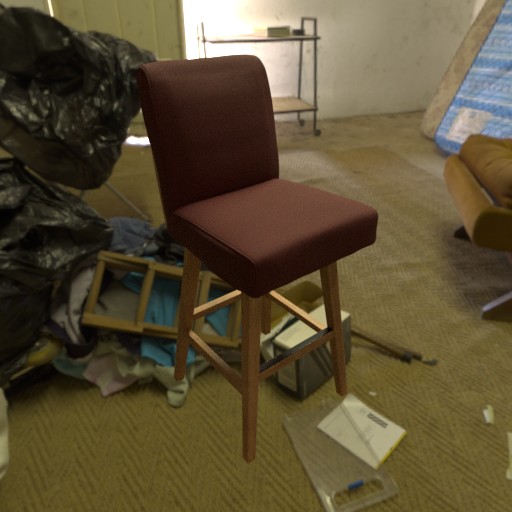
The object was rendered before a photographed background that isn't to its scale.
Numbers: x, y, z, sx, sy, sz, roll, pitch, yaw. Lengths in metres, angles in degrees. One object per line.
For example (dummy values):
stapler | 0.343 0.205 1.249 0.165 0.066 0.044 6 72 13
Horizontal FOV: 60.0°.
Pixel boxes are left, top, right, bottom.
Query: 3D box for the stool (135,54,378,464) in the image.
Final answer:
stool | 0.000 0.000 1.379 0.468 1.093 0.562 -22 37 -33
